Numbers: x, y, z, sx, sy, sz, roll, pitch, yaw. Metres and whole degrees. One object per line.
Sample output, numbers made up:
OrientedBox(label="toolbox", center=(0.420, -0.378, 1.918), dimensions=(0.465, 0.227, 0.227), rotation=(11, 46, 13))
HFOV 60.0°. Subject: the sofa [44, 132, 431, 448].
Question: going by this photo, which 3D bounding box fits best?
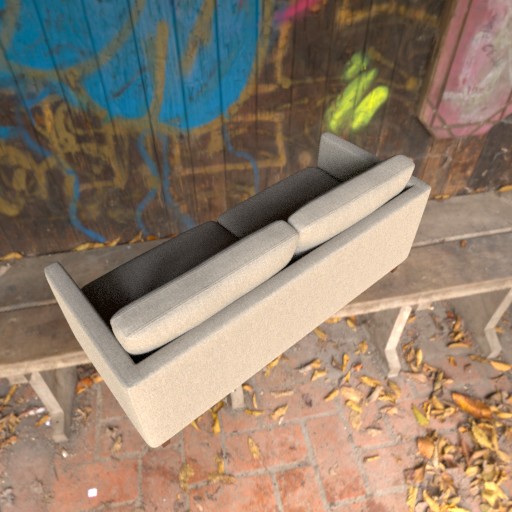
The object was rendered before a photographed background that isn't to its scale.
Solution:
OrientedBox(label="sofa", center=(0.000, 0.000, 2.774), dimensions=(2.208, 0.963, 0.956), rotation=(-31, 53, -27))
